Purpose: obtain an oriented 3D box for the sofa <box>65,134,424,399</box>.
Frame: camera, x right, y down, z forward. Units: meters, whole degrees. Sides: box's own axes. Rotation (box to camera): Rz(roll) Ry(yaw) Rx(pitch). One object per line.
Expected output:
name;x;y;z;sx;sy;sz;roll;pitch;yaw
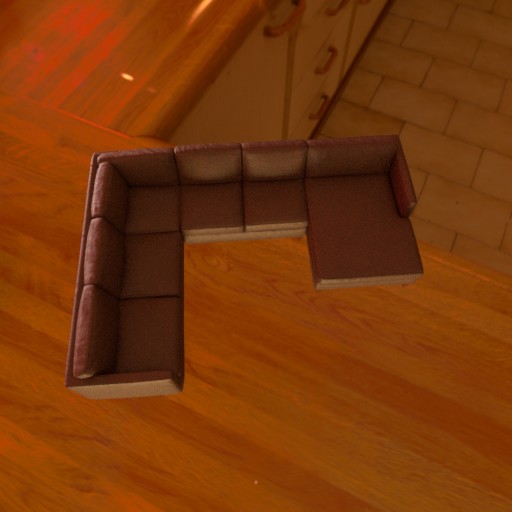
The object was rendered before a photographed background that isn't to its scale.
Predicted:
sofa;0.000;0.000;4.607;3.460;0.923;2.593;-4;63;-2
